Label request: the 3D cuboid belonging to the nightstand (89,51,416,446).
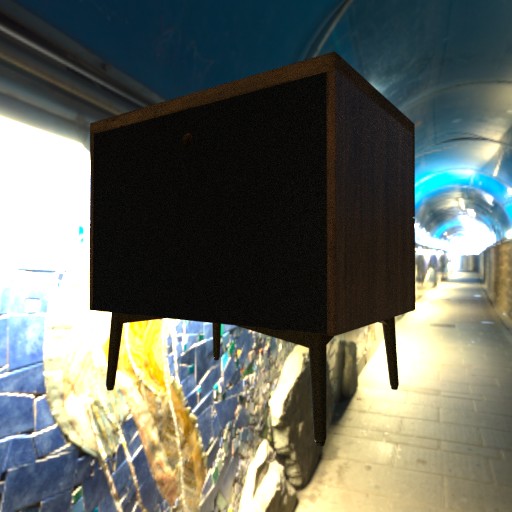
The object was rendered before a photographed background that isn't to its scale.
[{"bbox_3d":[0.000,0.000,1.027,0.610,0.610,0.458,-1,-1,35],"label":"nightstand"}]
